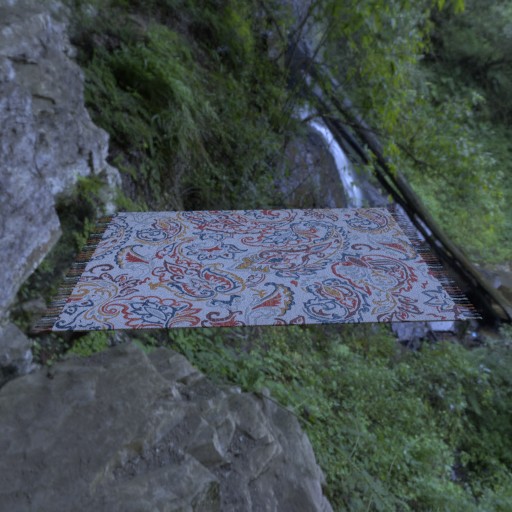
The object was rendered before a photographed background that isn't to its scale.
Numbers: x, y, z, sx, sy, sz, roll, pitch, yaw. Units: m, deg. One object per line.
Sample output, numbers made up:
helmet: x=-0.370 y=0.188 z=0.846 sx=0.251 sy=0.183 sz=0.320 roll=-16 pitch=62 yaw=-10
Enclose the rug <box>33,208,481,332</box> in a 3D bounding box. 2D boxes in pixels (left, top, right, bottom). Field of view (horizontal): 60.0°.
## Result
rug: x=0.000 y=0.000 z=2.472 sx=1.997 sy=0.010 sz=1.218 roll=-1 pitch=30 yaw=-2
